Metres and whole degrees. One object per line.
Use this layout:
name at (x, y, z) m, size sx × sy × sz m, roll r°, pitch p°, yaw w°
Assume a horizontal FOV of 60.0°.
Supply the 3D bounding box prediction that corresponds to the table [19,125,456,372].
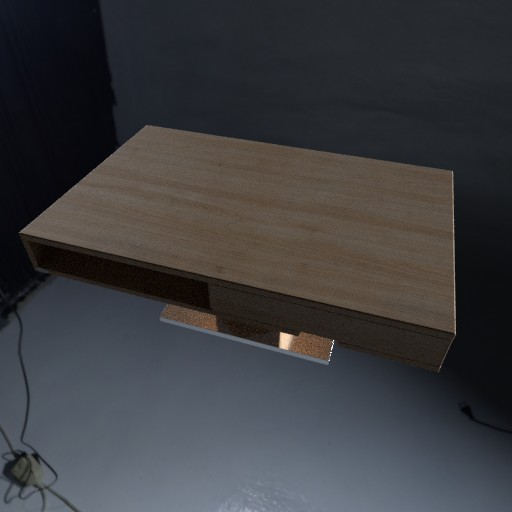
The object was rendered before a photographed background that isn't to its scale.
table at (0.000, 0.000, 1.444) m, size 1.100 × 0.440 × 0.700 m, roll 12°, pitch 42°, yaw 14°
